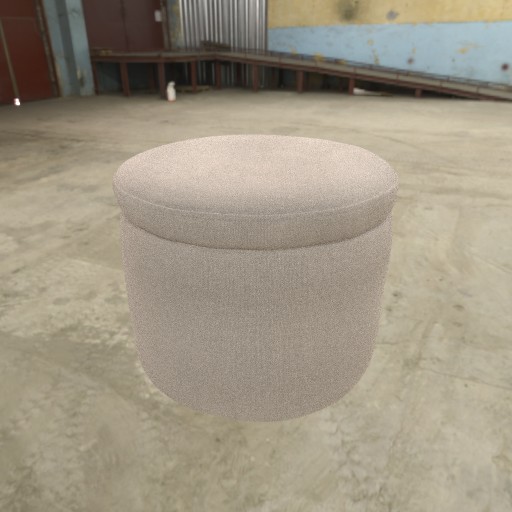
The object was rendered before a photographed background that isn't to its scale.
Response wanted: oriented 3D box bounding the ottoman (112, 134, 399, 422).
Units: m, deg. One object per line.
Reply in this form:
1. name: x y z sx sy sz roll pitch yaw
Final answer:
1. ottoman: 0.000 0.000 0.866 0.497 0.409 0.497 0 26 0
